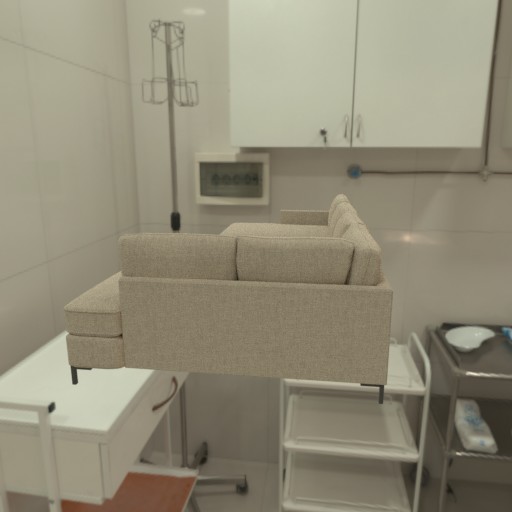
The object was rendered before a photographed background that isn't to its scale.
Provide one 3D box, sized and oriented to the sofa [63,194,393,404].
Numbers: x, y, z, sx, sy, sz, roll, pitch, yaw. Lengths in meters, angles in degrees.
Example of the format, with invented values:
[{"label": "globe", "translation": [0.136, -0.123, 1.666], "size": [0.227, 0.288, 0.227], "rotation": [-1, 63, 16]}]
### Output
[{"label": "sofa", "translation": [0.000, 0.000, 4.295], "size": [2.021, 0.996, 3.423], "rotation": [2, 14, 7]}]
